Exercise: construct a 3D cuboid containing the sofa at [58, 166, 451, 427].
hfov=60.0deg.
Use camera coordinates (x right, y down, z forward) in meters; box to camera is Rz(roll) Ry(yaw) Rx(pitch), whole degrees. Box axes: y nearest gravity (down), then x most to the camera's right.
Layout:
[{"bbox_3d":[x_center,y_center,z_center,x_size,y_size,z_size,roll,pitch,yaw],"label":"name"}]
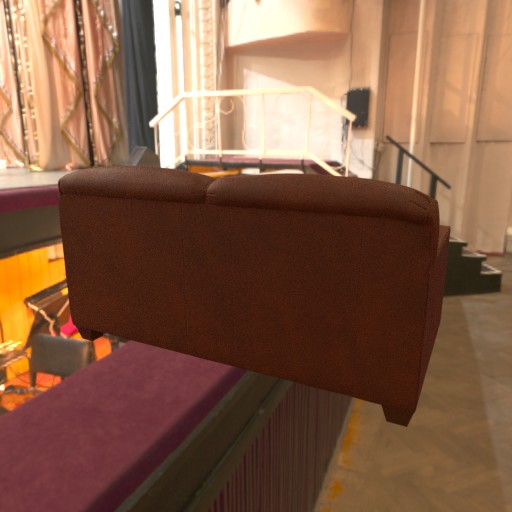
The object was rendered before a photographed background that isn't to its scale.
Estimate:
[{"bbox_3d":[0.000,0.000,2.381,1.856,0.966,1.000,7,16,26],"label":"sofa"}]
